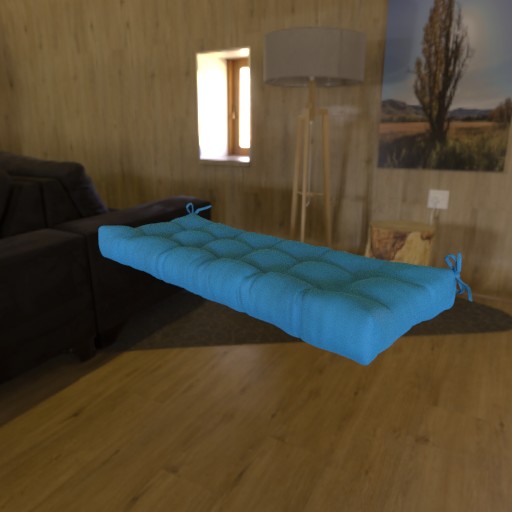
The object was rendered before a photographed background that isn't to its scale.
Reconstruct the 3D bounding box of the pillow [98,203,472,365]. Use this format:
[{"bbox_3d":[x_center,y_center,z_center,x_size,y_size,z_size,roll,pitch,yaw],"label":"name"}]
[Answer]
[{"bbox_3d":[0.000,0.000,1.389,1.194,0.174,0.511,16,23,43],"label":"pillow"}]
